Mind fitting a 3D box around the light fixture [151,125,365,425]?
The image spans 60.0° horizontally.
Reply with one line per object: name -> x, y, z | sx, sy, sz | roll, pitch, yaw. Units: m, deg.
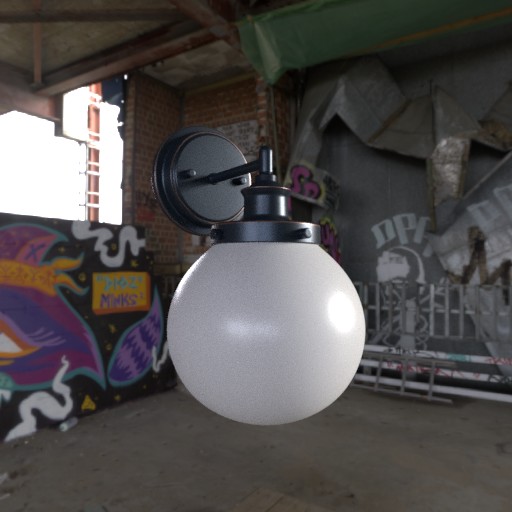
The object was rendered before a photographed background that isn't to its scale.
light fixture -> 0.000, 0.000, 0.467 | 0.197, 0.332, 0.230 | 1, -2, -36
